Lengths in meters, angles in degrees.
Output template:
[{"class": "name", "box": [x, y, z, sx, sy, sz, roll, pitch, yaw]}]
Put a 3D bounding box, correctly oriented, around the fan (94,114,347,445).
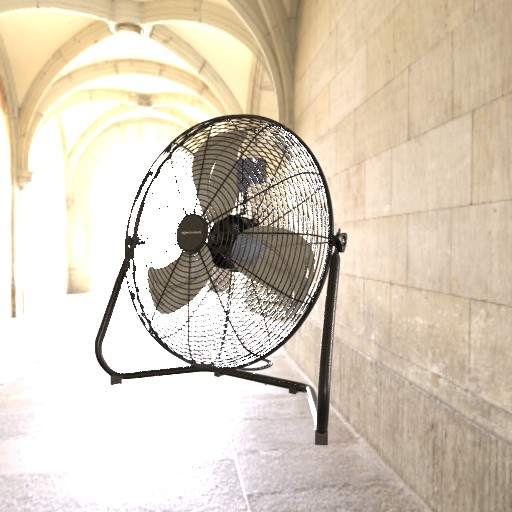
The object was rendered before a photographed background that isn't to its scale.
[{"class": "fan", "box": [0.000, 0.000, 1.043, 0.595, 0.605, 0.470, 1, 2, 35]}]
